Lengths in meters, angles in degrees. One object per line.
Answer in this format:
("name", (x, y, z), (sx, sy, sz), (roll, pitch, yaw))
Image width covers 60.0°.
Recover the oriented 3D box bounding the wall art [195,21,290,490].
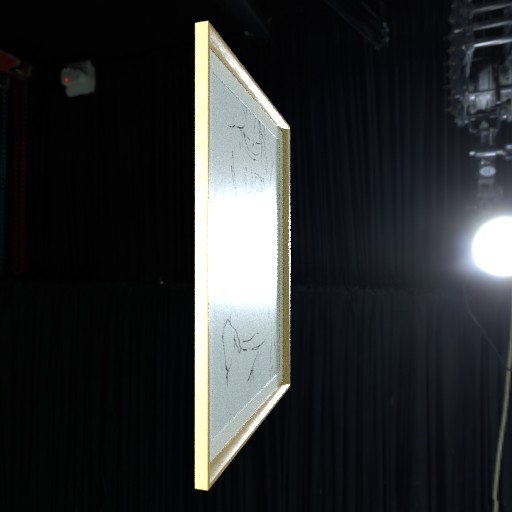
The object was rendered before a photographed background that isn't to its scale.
("wall art", (0.000, 0.000, 1.331), (0.030, 1.002, 0.798), (0, 0, 17))
